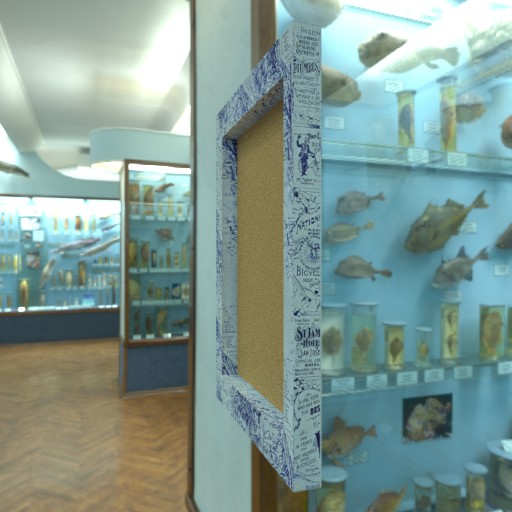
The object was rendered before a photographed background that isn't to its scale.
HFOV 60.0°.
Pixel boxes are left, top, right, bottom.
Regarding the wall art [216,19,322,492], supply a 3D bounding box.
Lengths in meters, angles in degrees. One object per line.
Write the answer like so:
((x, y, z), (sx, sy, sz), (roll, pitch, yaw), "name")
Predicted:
((0.000, 0.000, 0.476), (0.025, 0.376, 0.255), (0, 0, -19), "wall art")
